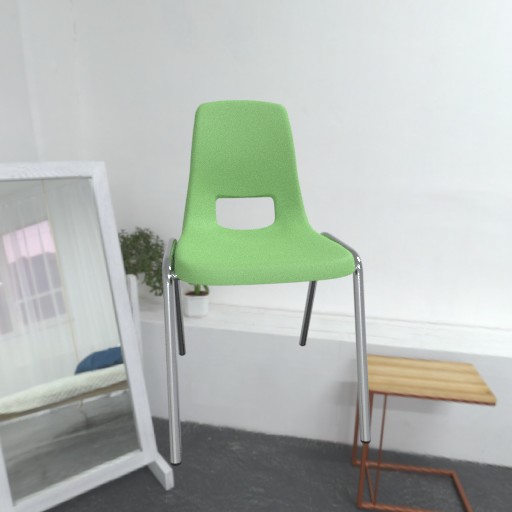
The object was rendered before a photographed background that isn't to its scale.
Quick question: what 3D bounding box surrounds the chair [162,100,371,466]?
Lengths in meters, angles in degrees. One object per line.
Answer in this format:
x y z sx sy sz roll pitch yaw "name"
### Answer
0.000 0.000 0.941 0.381 0.653 0.436 -3 16 -9 "chair"
